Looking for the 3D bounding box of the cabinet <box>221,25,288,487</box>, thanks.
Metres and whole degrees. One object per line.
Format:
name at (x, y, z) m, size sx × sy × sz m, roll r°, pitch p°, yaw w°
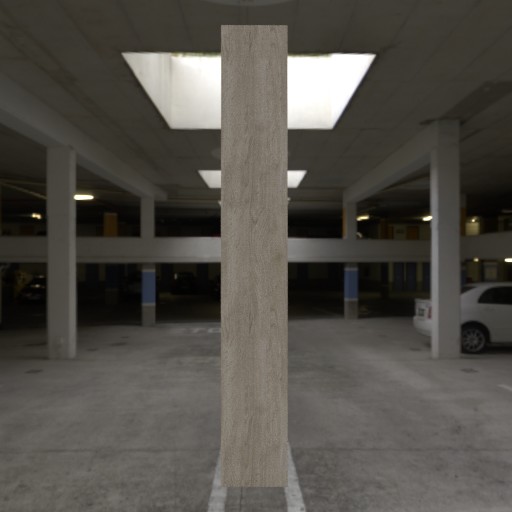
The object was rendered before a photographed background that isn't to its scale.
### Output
cabinet at (0.000, 0.000, 1.825) m, size 0.250 × 1.630 × 0.520 m, roll 0°, pitch 0°, yaw 0°
